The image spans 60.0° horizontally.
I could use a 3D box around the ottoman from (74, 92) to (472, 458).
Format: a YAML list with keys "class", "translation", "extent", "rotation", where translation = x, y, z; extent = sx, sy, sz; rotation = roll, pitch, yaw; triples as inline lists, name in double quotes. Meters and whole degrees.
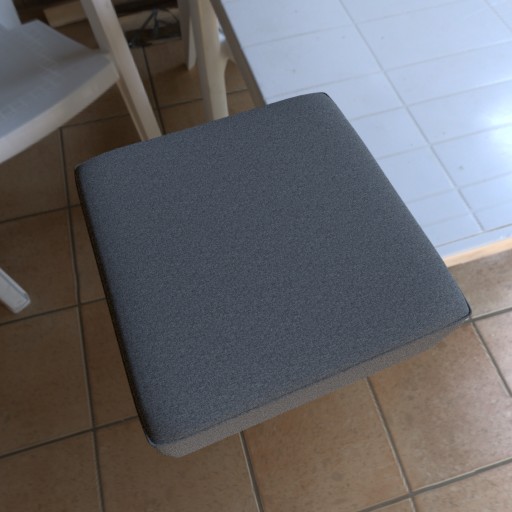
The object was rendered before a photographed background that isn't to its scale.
- class: "ottoman"
  translation: [0.000, 0.000, 1.578]
  extent: [1.005, 0.464, 1.015]
  rotation: [-20, 64, -10]
